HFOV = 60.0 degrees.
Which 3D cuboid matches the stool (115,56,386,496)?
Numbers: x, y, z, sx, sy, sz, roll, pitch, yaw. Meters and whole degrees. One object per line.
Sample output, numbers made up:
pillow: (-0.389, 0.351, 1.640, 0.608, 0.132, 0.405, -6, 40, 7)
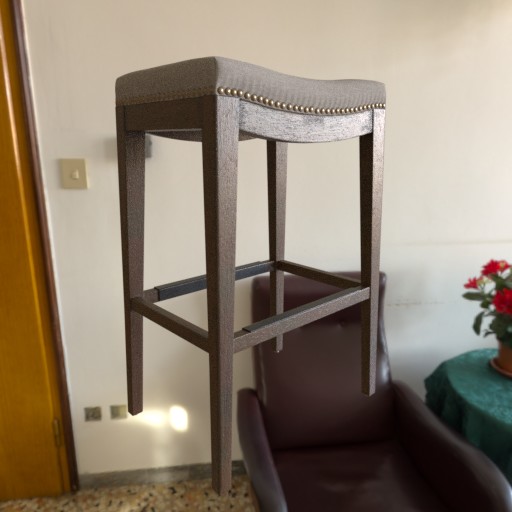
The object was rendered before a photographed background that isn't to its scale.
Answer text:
stool: (0.000, 0.000, 1.007, 0.508, 0.762, 0.356, -13, 20, -41)
